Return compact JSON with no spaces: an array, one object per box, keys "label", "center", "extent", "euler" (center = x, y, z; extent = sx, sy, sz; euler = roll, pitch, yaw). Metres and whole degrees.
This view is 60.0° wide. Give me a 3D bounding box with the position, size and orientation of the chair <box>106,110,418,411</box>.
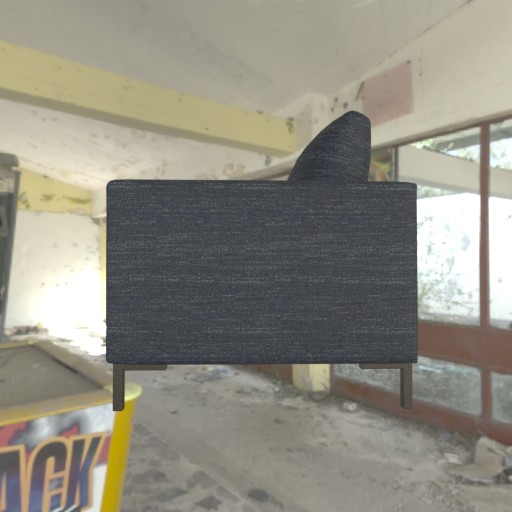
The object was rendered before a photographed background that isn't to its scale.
[{"label":"chair","center":[0.000,0.000,1.653],"extent":[0.866,0.861,0.963],"euler":[0,-1,-2]}]
